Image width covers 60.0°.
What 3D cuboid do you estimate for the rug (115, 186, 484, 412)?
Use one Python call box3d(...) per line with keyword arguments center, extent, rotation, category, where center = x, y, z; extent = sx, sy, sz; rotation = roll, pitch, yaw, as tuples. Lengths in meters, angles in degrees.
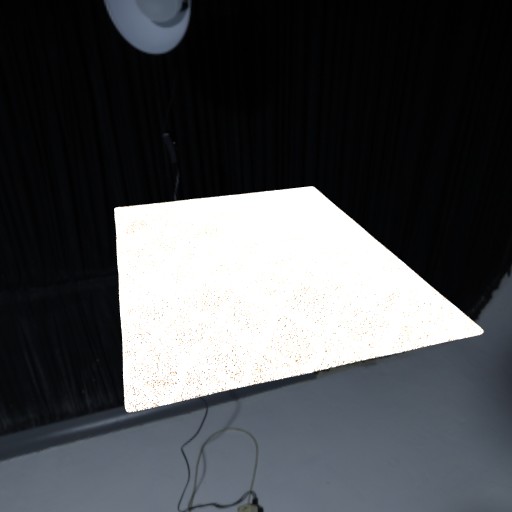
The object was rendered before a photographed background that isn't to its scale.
box3d(center=(0.000, 0.000, 4.062), extent=(2.438, 0.029, 3.047), rotation=(-8, 30, -15), category="rug")
